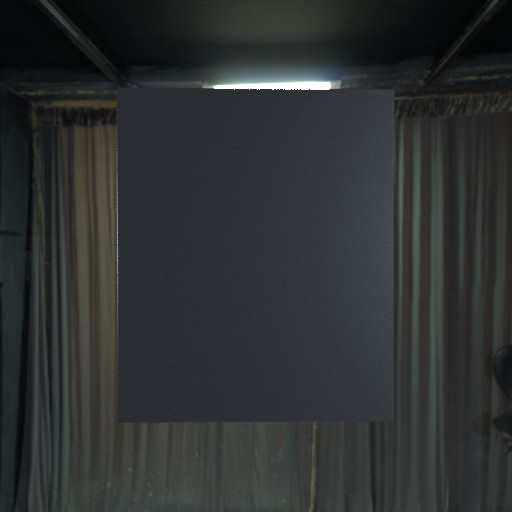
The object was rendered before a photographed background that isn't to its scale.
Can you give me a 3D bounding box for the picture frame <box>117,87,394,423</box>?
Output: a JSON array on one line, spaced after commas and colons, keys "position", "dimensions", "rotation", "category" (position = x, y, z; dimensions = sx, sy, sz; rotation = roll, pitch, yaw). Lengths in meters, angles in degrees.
[{"position": [0.000, 0.000, 0.752], "dimensions": [0.460, 0.556, 0.028], "rotation": [0, 1, -1], "category": "picture frame"}]
